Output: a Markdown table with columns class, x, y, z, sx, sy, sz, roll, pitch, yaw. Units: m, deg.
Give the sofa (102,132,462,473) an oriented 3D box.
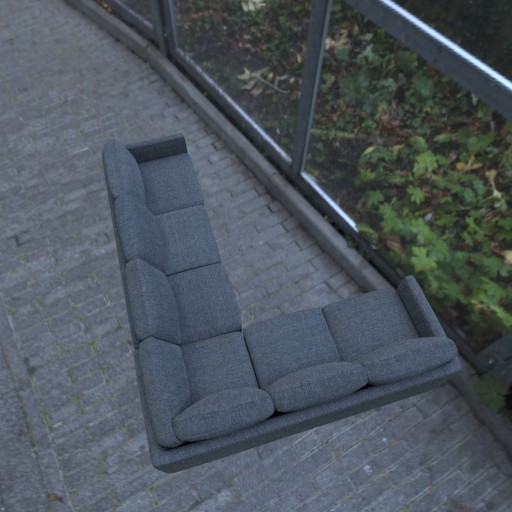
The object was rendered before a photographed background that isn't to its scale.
| class | x | y | z | sx | sy | sz | roll | pitch | yaw |
| --- | --- | --- | --- | --- | --- | --- | --- | --- | --- |
| sofa | 0.000 | 0.000 | 4.401 | 2.593 | 0.947 | 3.302 | -15 | 61 | -8 |
